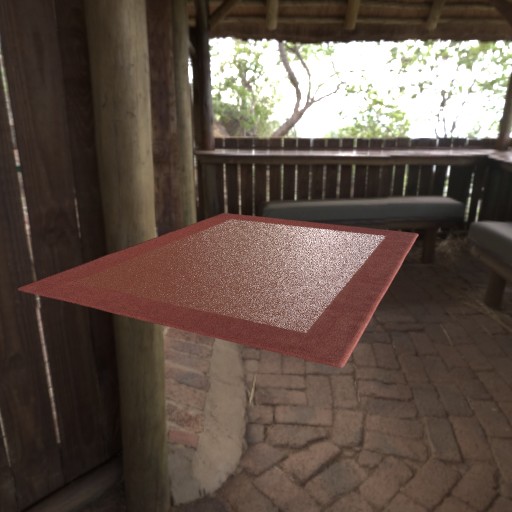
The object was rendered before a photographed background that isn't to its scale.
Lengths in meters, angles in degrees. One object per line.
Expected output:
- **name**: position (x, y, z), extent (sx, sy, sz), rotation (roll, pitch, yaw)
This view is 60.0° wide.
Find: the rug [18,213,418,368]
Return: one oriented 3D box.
- **rug**: position (0.000, 0.000, 3.985), extent (2.430, 0.018, 2.976), rotation (8, 19, 25)
